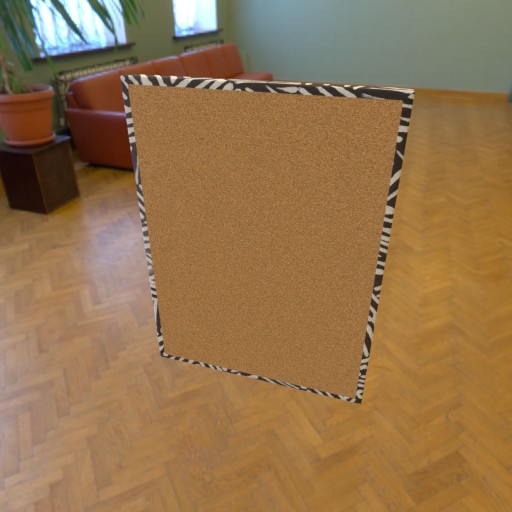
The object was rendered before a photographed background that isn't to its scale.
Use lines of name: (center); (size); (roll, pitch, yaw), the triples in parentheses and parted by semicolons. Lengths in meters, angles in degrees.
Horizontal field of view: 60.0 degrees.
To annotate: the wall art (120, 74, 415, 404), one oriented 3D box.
wall art: (0.000, 0.000, 1.372); (0.765, 1.017, 0.038); (9, 32, 15)
